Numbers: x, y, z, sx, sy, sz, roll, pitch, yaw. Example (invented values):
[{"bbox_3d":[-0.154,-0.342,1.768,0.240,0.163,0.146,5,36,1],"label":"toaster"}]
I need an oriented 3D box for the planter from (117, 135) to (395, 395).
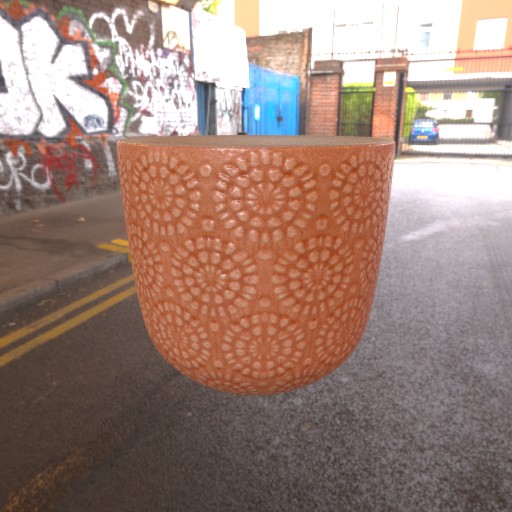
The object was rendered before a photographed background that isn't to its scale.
[{"bbox_3d":[0.000,0.000,0.371,0.208,0.190,0.208,0,17,0],"label":"planter"}]
